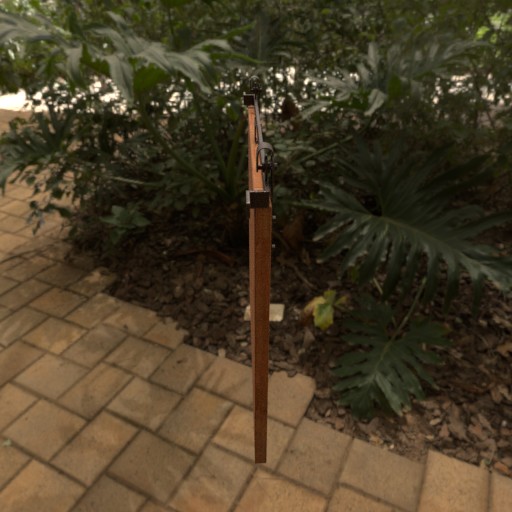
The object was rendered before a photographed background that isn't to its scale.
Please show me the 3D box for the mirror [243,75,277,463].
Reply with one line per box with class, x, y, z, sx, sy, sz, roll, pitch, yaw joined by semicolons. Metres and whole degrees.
mirror;0.000;0.000;1.197;0.054;0.800;0.805;-1;32;-1
